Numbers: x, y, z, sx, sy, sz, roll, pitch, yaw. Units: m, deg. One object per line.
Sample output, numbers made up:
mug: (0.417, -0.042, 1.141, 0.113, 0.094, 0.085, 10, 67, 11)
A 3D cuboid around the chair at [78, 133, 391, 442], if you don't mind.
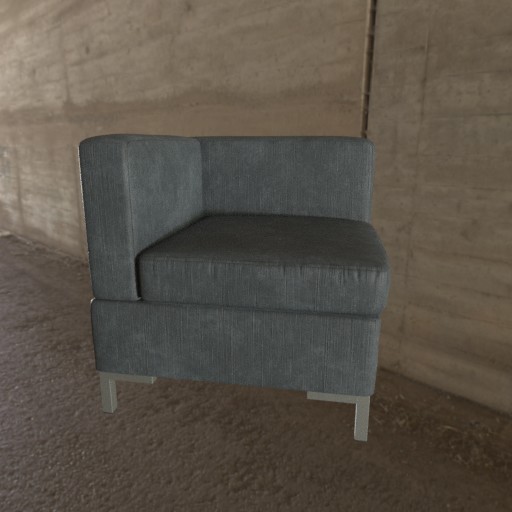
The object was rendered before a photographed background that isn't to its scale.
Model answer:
chair: (0.000, 0.000, 1.249, 0.680, 0.660, 0.680, 3, 15, 10)
